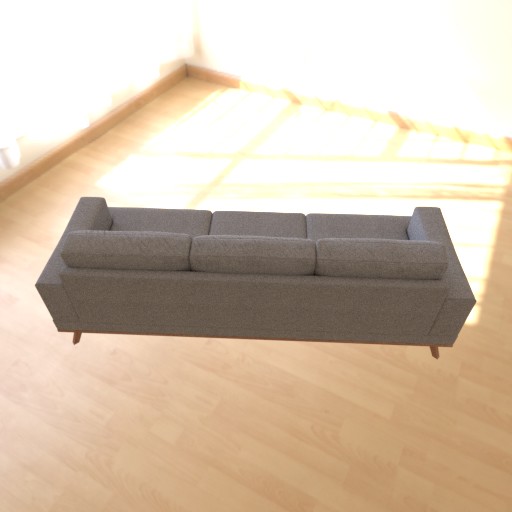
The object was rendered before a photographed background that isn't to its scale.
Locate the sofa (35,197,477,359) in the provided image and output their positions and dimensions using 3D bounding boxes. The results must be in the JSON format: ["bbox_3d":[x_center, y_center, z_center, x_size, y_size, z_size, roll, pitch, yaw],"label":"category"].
[{"bbox_3d":[0.000,0.000,2.724,2.310,0.810,0.920,2,46,2],"label":"sofa"}]
